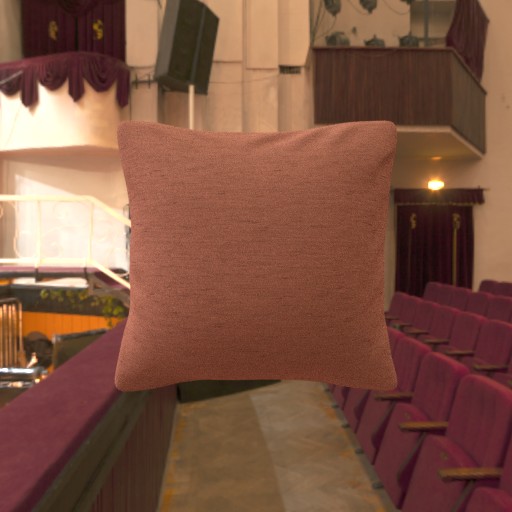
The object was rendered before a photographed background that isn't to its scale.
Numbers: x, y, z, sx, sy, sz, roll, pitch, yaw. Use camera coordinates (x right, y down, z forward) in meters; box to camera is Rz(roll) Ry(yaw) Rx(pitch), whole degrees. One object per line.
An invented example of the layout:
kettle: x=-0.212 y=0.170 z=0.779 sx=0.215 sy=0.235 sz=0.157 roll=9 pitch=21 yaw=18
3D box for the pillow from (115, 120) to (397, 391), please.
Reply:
pillow: x=0.000 y=0.000 z=0.682 sx=0.432 sy=0.415 sz=0.246 roll=0 pitch=1 yaw=0
